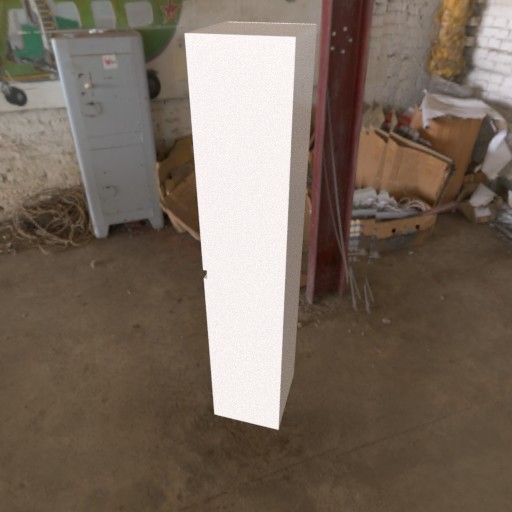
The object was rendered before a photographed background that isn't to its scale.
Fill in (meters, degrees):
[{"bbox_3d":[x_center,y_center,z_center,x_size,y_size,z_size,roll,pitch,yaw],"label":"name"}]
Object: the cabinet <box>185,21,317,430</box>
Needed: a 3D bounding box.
[{"bbox_3d":[0.000,0.000,1.523,0.269,1.400,0.300,9,34,13],"label":"cabinet"}]
